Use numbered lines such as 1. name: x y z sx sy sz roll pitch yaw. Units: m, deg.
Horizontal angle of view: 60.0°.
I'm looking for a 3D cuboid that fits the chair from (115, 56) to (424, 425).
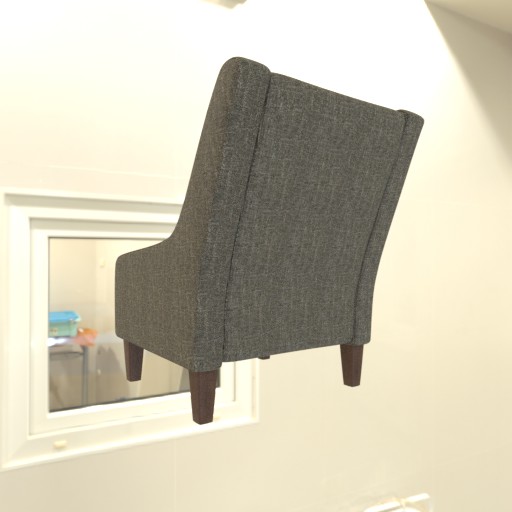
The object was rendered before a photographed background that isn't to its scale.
1. chair: 0.000 0.000 1.688 0.793 1.012 0.944 0 -1 -36
